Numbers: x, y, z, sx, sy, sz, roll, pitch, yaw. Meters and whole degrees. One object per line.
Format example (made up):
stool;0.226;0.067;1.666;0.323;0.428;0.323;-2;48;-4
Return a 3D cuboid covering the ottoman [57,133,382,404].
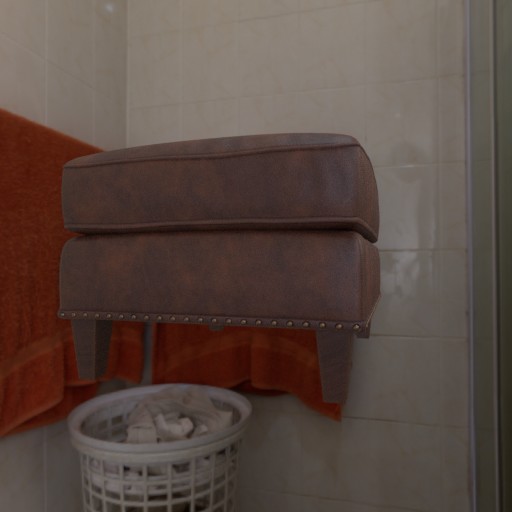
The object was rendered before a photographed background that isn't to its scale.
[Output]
ottoman;0.000;0.000;1.110;0.586;0.486;0.742;0;-1;18
